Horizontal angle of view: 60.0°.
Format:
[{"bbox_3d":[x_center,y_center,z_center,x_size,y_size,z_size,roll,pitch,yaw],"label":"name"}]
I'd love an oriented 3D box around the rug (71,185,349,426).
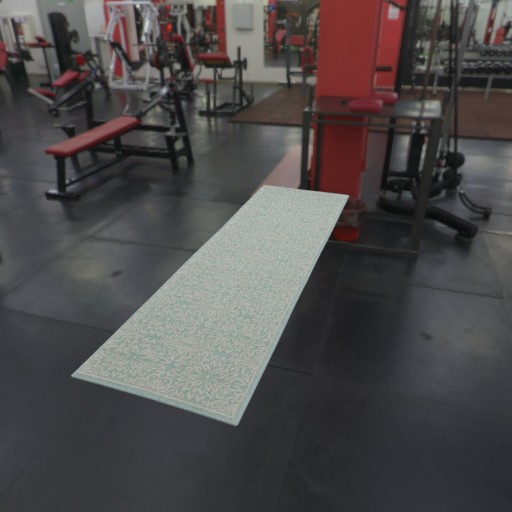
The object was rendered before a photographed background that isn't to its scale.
[{"bbox_3d":[0.000,0.000,2.440,0.662,0.011,2.196,10,30,17],"label":"rug"}]
